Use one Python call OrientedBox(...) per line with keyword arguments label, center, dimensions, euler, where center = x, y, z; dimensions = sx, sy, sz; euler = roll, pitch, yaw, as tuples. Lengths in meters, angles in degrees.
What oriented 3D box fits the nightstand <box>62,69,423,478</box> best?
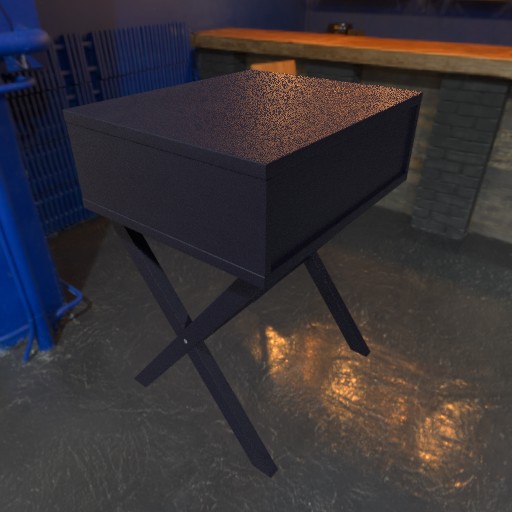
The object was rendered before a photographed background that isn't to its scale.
OrientedBox(label="nightstand", center=(0.000, 0.000, 0.917), dimensions=(0.402, 0.623, 0.479), euler=(22, 38, 32))
